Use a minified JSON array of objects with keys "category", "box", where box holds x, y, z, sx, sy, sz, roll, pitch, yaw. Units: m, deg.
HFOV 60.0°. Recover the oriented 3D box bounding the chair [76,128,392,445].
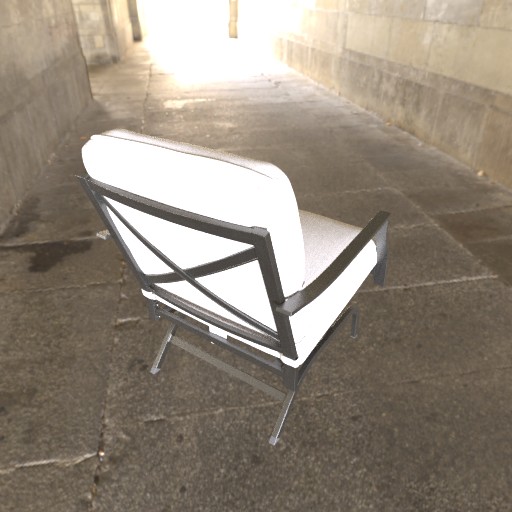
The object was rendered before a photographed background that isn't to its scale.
[{"category":"chair","box":[0.000,0.000,1.417,0.650,0.860,0.787,20,36,29]}]
